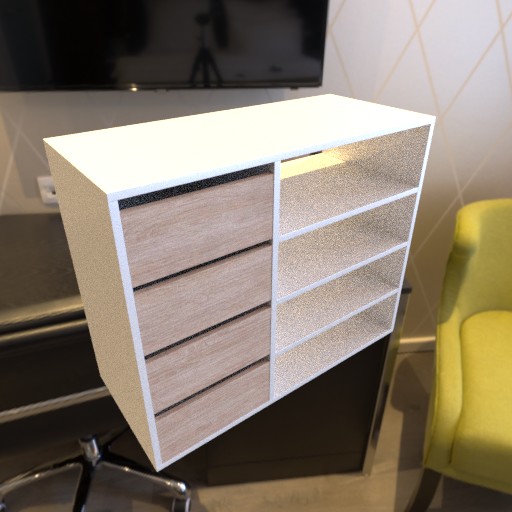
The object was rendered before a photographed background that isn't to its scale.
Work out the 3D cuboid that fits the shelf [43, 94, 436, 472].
[{"bbox_3d":[0.000,0.000,1.269,0.895,0.732,0.396,-20,36,-31],"label":"shelf"}]
